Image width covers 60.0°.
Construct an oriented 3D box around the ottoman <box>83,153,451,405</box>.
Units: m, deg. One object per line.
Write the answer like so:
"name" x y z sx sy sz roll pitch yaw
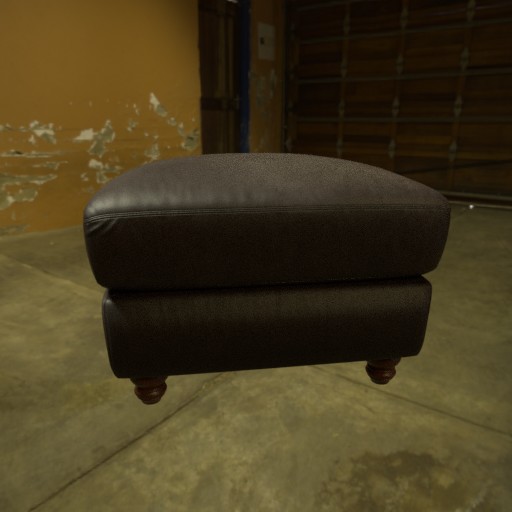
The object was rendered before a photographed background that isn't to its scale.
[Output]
"ottoman" 0.000 0.000 1.272 0.806 0.569 0.670 -2 16 -8
